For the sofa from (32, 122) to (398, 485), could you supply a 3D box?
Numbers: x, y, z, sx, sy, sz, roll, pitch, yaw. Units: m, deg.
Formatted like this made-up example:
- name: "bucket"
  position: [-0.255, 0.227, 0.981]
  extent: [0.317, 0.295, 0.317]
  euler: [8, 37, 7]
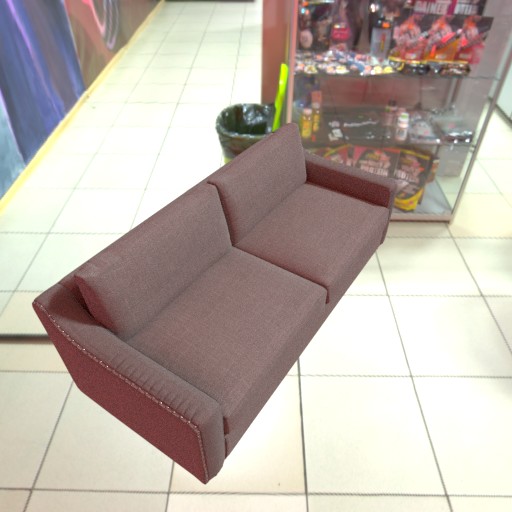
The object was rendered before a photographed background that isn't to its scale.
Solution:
- name: "sofa"
  position: [0.000, 0.000, 2.673]
  extent: [1.000, 0.857, 2.208]
  euler: [24, 46, 25]
